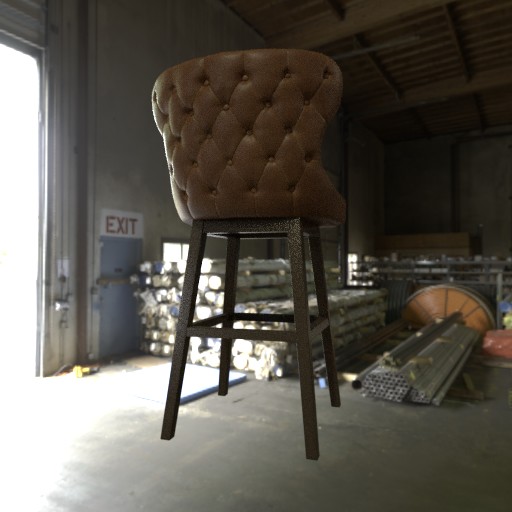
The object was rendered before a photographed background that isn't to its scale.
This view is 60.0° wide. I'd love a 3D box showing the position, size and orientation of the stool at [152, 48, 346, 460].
[{"bbox_3d":[0.000,0.000,1.441,0.591,1.087,0.606,0,-1,18],"label":"stool"}]
